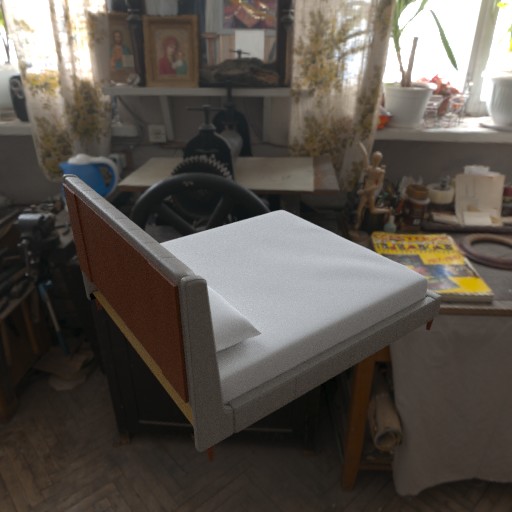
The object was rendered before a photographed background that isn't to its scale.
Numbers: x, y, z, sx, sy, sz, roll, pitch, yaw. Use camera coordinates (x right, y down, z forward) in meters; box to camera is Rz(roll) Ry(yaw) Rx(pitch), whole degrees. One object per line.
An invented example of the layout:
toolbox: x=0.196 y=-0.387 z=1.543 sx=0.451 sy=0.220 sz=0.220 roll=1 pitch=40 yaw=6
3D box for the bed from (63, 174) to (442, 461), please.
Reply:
bed: x=0.000 y=0.000 z=3.657 sx=2.342 sy=1.289 sz=2.062 roll=-19 pitch=33 yaw=-32
